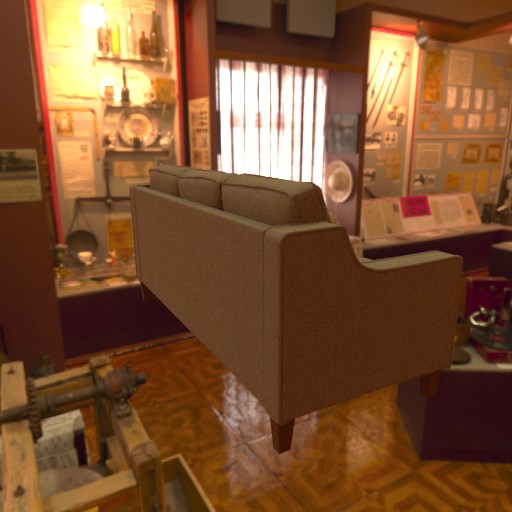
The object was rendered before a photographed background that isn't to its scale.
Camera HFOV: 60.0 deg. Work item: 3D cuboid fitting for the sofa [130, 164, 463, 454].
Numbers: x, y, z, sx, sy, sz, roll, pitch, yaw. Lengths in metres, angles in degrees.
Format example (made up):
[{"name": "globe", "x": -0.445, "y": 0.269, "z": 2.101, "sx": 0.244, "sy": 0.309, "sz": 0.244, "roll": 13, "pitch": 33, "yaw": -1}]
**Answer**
[{"name": "sofa", "x": 0.000, "y": 0.000, "z": 2.504, "sx": 0.911, "sy": 0.974, "sz": 1.986, "roll": -8, "pitch": 16, "yaw": -28}]
